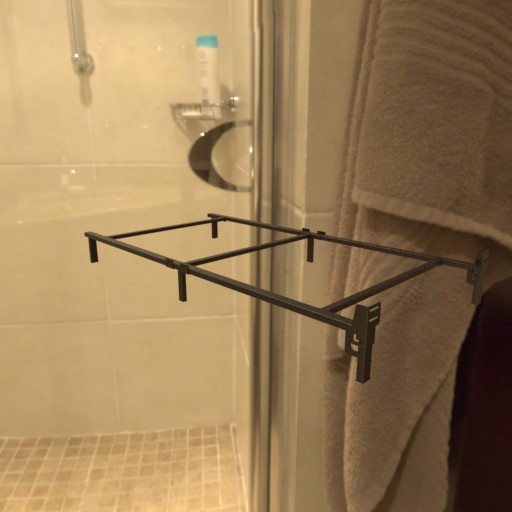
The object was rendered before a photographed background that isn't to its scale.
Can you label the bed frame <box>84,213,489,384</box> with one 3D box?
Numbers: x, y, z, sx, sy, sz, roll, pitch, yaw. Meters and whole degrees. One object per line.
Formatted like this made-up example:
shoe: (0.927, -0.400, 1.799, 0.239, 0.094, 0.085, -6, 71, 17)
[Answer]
bed frame: (0.000, 0.000, 2.275, 0.968, 0.248, 1.897, -14, 21, -43)
